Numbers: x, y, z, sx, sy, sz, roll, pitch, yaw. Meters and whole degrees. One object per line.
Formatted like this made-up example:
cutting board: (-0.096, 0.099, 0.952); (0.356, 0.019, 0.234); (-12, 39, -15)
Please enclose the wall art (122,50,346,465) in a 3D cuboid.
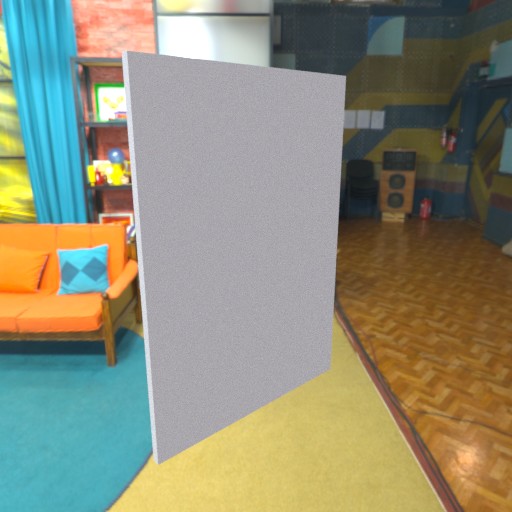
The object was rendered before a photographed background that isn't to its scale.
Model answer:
wall art: (0.000, 0.000, 0.673); (0.381, 0.533, 0.013); (-14, 22, -40)
